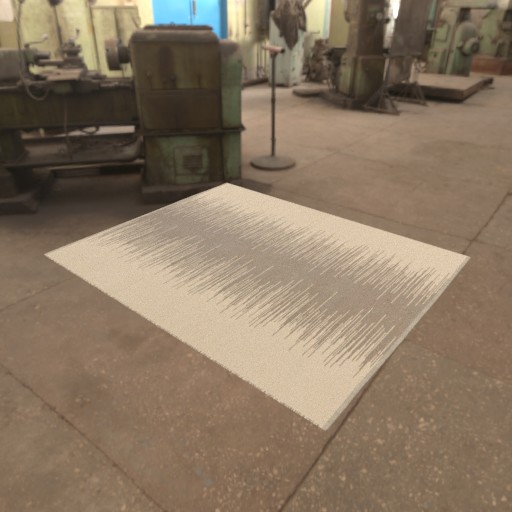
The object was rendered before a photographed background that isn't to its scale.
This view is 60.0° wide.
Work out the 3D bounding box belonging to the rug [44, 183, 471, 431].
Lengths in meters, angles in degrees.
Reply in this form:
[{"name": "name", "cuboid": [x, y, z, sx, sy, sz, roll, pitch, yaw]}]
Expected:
[{"name": "rug", "cuboid": [0.000, 0.000, 4.033, 3.037, 0.010, 2.453, 22, 36, 34]}]
